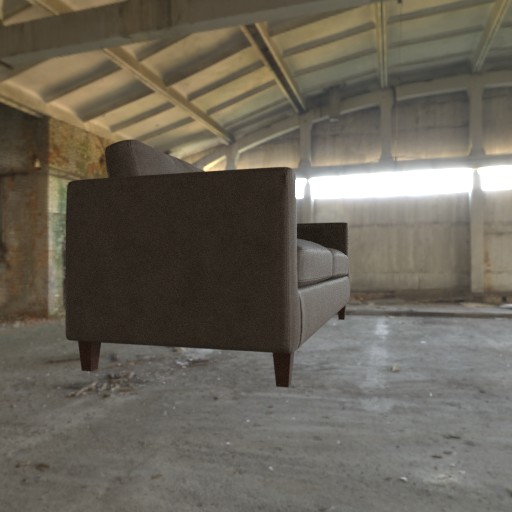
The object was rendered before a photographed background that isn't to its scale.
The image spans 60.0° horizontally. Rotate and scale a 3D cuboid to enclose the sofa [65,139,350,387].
[{"bbox_3d":[0.000,0.000,2.654,0.951,0.965,2.208,0,-1,17],"label":"sofa"}]
